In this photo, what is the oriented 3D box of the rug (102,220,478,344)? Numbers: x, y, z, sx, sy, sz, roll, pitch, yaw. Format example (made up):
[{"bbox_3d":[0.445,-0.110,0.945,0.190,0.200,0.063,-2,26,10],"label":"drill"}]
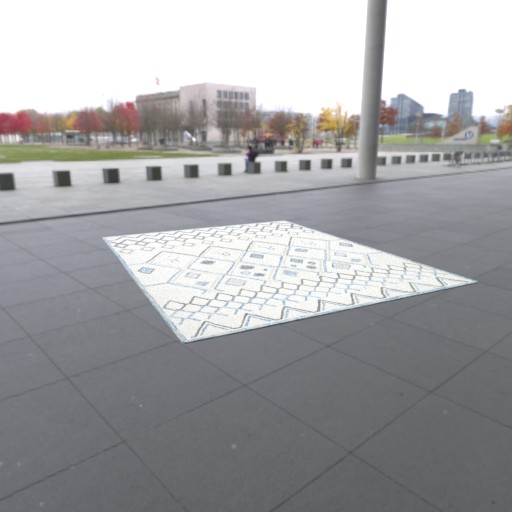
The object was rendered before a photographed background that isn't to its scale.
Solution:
[{"bbox_3d":[0.000,0.000,4.318,2.441,0.013,3.056,-7,17,-26],"label":"rug"}]
